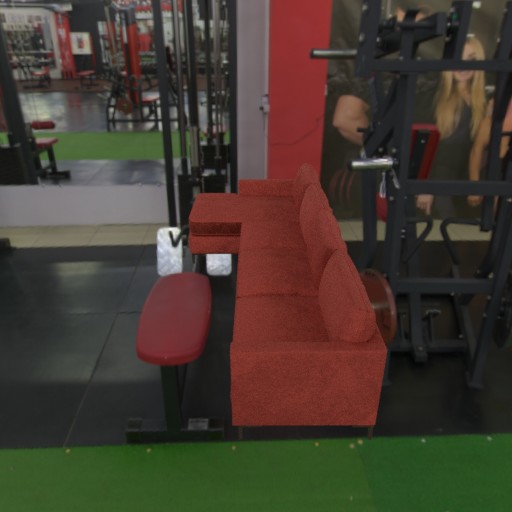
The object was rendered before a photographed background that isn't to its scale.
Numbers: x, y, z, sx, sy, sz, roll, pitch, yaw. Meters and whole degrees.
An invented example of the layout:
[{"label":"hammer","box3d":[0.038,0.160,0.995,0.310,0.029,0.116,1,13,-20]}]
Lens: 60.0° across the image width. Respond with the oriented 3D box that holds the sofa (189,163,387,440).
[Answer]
[{"label":"sofa","box3d":[0.000,0.000,4.148,1.500,0.967,3.400,0,27,0]}]
